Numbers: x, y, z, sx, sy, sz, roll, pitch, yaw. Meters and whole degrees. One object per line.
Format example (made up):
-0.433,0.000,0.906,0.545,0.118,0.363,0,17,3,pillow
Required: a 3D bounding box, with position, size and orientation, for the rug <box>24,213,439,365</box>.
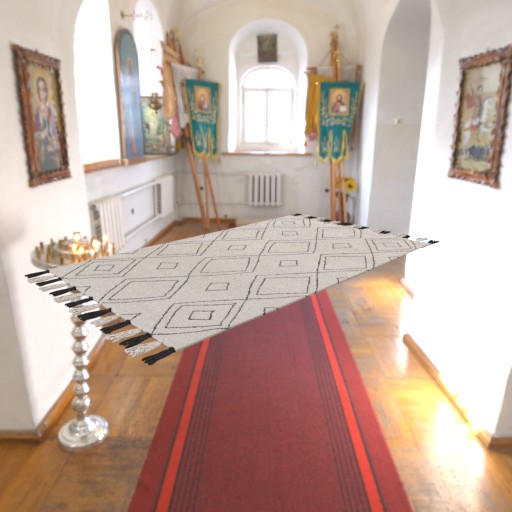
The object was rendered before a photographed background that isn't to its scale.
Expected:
0.000,0.000,3.240,2.755,0.021,1.524,-16,24,-42,rug
